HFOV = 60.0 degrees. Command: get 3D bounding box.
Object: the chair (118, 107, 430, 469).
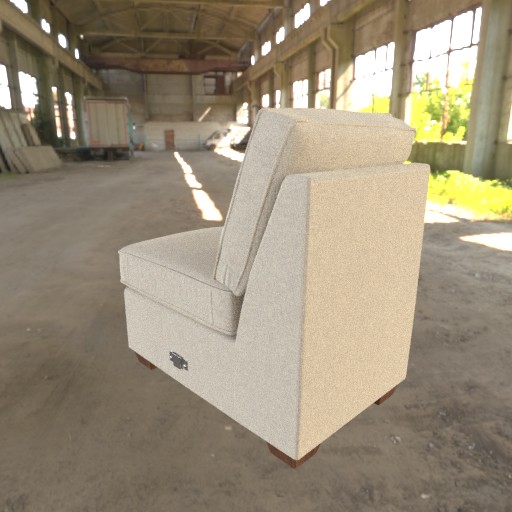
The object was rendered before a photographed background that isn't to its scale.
[{"bbox_3d":[0.000,0.000,1.576,0.621,0.970,0.938,-15,21,-42],"label":"chair"}]
